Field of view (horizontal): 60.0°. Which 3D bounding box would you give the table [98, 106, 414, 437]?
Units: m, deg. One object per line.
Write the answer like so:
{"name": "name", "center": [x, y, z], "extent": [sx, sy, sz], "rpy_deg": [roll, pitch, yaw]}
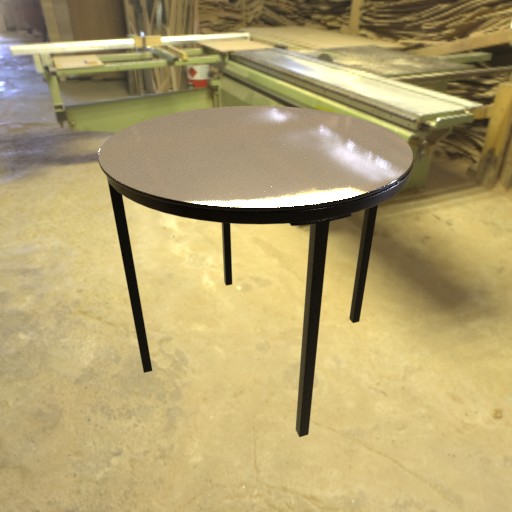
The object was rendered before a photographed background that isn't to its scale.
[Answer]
{"name": "table", "center": [0.000, 0.000, 0.848], "extent": [0.499, 0.443, 0.499], "rpy_deg": [0, 32, 0]}
